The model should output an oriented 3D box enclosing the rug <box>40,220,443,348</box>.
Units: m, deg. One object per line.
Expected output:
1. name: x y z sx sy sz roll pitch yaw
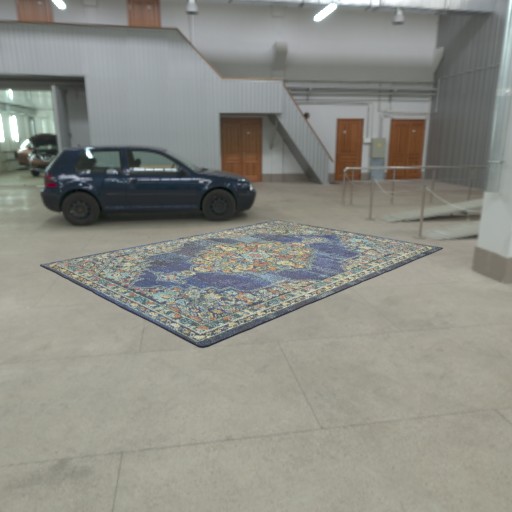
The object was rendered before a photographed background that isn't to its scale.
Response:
1. rug: 0.000 0.000 2.993 1.630 0.009 2.232 14 21 43
